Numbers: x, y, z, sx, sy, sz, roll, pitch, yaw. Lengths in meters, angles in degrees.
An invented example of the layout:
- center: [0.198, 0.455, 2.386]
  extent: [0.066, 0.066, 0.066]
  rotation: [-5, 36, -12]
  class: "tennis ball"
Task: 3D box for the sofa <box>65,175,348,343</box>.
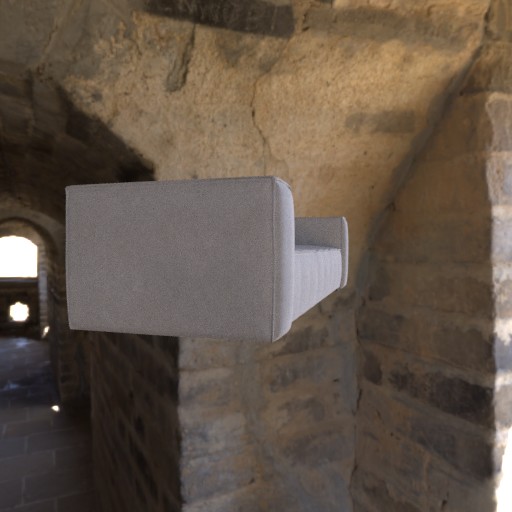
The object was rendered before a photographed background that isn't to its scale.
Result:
- center: [0.000, 0.000, 3.090]
  extent: [1.038, 0.680, 2.697]
  rotation: [0, 1, 17]
  class: "sofa"
